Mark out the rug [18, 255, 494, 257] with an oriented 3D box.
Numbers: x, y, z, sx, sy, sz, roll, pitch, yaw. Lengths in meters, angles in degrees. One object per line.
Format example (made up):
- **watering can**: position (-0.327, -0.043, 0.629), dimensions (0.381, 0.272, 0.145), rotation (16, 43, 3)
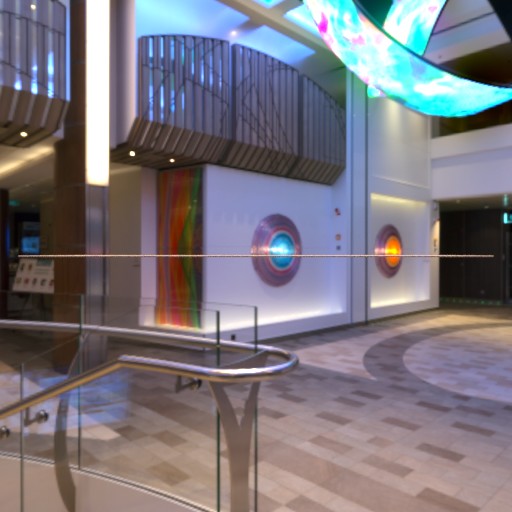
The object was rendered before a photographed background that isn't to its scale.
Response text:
- **rug**: position (0.000, 0.000, 2.654), dimensions (2.439, 0.008, 0.762), rotation (0, 0, 0)
